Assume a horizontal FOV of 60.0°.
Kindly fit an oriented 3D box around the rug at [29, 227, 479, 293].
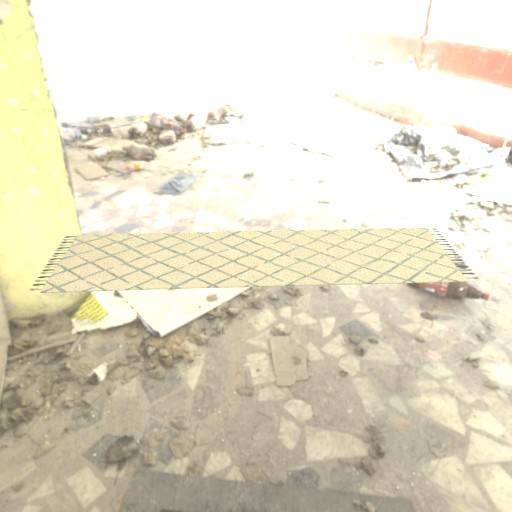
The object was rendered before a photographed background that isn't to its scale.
[{"bbox_3d":[0.000,0.000,2.571,2.372,0.008,0.620,-1,32,-2],"label":"rug"}]
